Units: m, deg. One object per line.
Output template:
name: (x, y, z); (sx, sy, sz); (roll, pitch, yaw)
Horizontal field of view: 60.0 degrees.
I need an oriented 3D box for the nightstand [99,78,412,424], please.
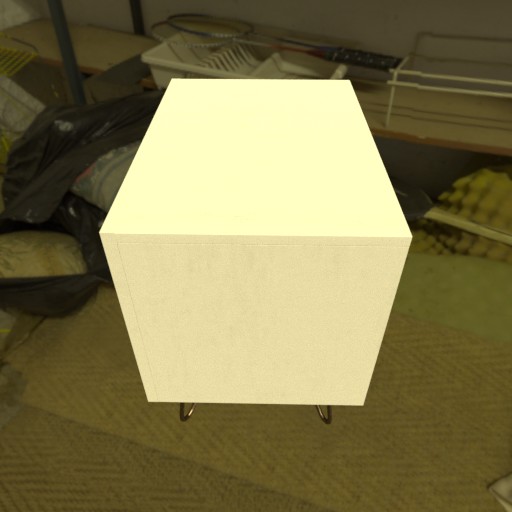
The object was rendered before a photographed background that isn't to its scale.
nightstand: (0.000, 0.000, 1.039); (0.447, 0.604, 0.614); (1, 41, 1)
